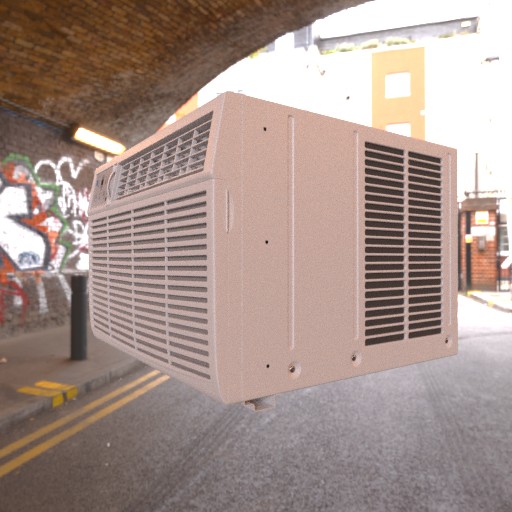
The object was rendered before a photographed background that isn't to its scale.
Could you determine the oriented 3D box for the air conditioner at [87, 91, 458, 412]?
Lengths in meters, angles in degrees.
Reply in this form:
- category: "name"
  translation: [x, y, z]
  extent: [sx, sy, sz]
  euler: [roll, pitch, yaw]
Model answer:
- category: "air conditioner"
  translation: [0.000, 0.000, 1.029]
  extent: [0.599, 0.455, 0.645]
  euler: [0, 0, -35]
